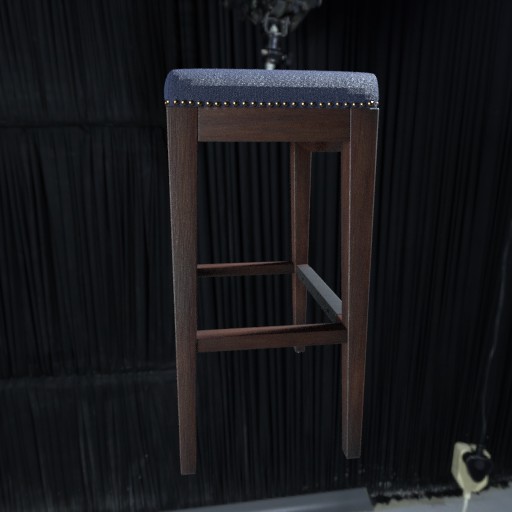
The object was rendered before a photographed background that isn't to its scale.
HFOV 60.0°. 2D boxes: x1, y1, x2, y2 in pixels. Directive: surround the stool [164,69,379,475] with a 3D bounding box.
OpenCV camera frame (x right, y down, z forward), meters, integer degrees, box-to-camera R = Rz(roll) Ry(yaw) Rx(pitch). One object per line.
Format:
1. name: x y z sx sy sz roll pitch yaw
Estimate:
1. stool: 0.000 0.000 1.020 0.358 0.740 0.498 -2 15 -7
